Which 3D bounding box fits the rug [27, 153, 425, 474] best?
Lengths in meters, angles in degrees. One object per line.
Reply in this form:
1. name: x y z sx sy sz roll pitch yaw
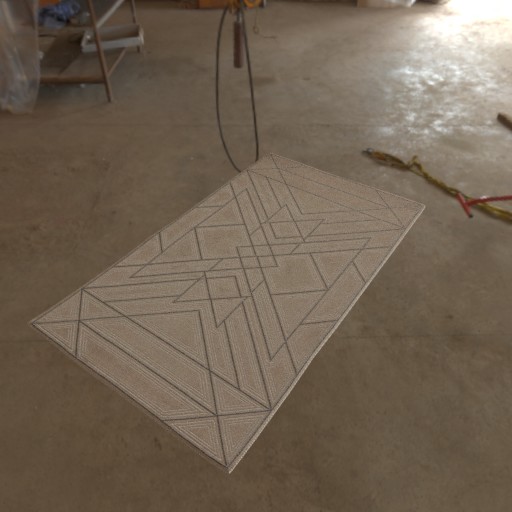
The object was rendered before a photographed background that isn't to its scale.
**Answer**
1. rug: 0.000 0.000 1.040 0.511 0.008 0.869 25 47 26
